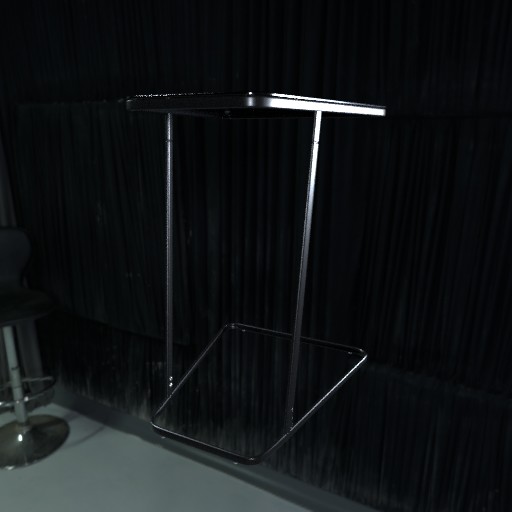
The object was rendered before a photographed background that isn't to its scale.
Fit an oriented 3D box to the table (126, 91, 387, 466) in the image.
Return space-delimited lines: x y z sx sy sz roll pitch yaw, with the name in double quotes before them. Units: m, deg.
"table" 0.000 0.000 0.955 0.427 0.624 0.500 7 17 25
